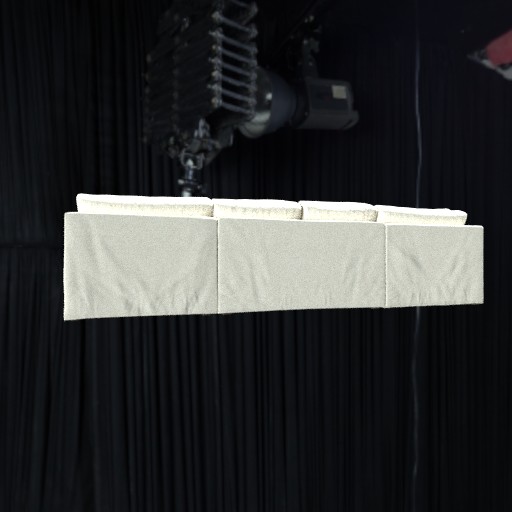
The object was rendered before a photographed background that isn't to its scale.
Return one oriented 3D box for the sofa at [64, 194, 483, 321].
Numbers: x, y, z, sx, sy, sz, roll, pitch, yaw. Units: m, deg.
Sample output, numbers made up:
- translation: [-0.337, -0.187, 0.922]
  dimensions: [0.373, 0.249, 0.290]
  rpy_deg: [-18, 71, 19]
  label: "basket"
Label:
- translation: [0.000, 0.000, 4.521]
  dimensions: [3.460, 0.882, 2.427]
  rpy_deg: [0, -1, -18]
  label: "sofa"
